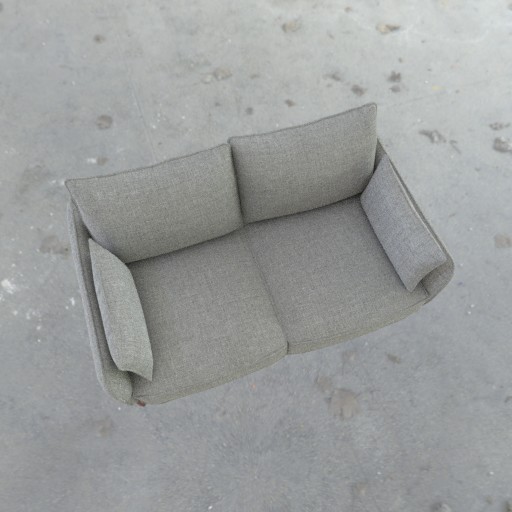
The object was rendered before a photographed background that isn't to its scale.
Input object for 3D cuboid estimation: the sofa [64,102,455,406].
[{"bbox_3d":[0.000,0.000,2.094,1.580,0.851,0.972,-17,65,-8],"label":"sofa"}]
